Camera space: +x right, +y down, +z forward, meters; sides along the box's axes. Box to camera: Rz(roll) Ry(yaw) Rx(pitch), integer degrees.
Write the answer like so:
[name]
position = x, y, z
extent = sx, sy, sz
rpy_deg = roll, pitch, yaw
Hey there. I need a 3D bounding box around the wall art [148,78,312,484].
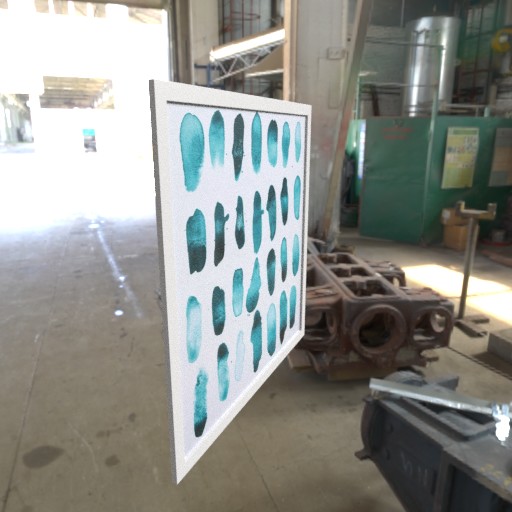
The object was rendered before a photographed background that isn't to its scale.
[wall art]
position = 0.000, 0.000, 0.822
extent = 0.009, 0.559, 0.558
rpy_deg = 7, 17, 24
